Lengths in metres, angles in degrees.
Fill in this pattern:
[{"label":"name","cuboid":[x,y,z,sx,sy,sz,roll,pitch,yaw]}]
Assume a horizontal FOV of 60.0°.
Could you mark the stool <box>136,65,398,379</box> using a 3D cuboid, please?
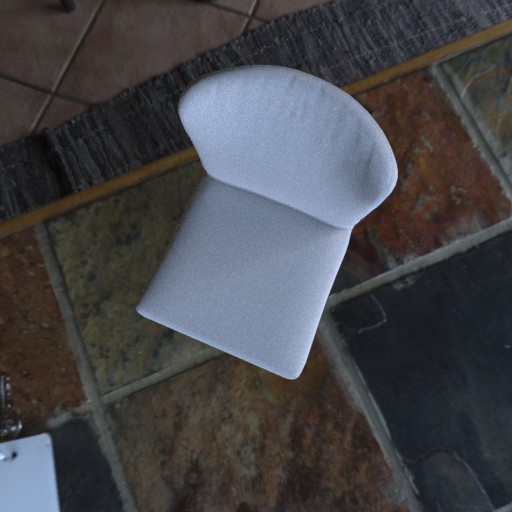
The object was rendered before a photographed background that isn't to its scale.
[{"label":"stool","cuboid":[0.000,0.000,1.289,0.479,0.968,0.568,22,77,5]}]
